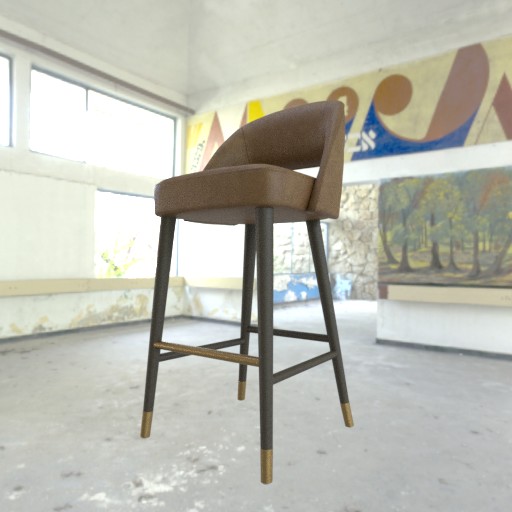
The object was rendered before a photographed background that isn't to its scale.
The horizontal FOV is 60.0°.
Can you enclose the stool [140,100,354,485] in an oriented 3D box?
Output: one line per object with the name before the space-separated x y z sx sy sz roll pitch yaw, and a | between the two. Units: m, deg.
stool | 0.000 0.000 1.332 0.494 1.037 0.509 0 -1 37
